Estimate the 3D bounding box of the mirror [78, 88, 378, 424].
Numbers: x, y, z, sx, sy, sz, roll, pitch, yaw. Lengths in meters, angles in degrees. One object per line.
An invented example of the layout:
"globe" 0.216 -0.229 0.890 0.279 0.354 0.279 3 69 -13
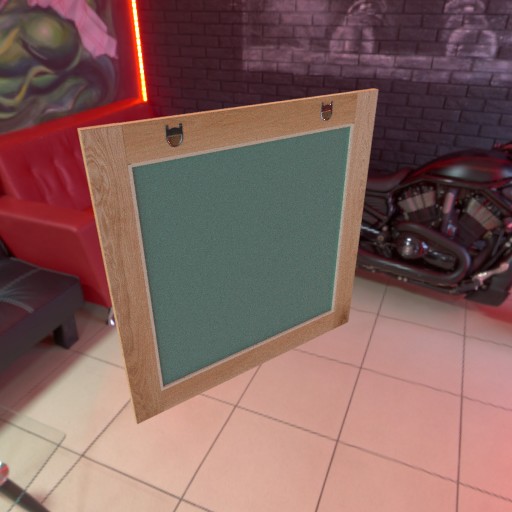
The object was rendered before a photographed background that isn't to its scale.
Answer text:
"mirror" 0.000 0.000 1.220 0.800 0.800 0.020 -19 35 -29
